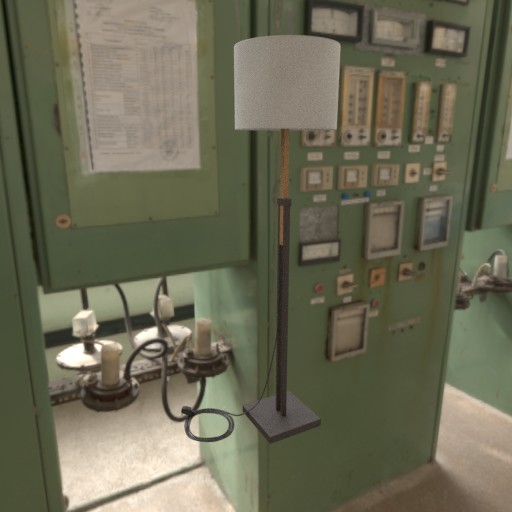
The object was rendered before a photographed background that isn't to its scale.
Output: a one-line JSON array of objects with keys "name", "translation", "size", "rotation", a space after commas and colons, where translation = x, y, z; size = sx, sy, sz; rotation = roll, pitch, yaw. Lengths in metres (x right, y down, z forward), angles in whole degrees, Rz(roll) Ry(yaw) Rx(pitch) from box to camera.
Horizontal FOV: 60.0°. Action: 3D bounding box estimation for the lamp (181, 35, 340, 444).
[{"name": "lamp", "translation": [0.000, 0.000, 1.893], "size": [0.639, 1.650, 0.474], "rotation": [-8, 17, -27]}]
